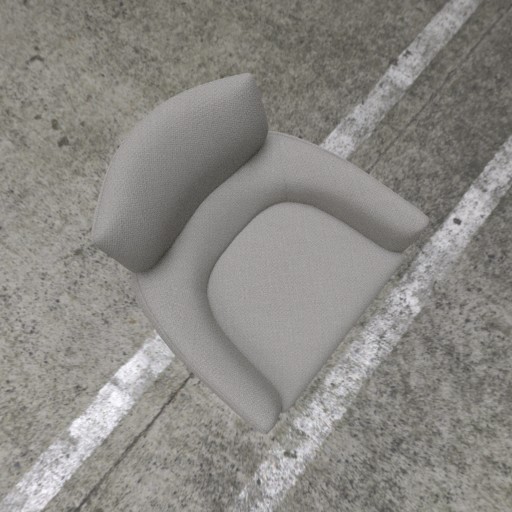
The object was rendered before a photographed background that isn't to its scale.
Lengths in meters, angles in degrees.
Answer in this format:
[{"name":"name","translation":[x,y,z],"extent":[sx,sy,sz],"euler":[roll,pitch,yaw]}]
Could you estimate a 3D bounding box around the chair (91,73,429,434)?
[{"name":"chair","translation":[0.000,0.000,1.366],"extent":[0.730,0.810,0.760],"euler":[39,80,8]}]
